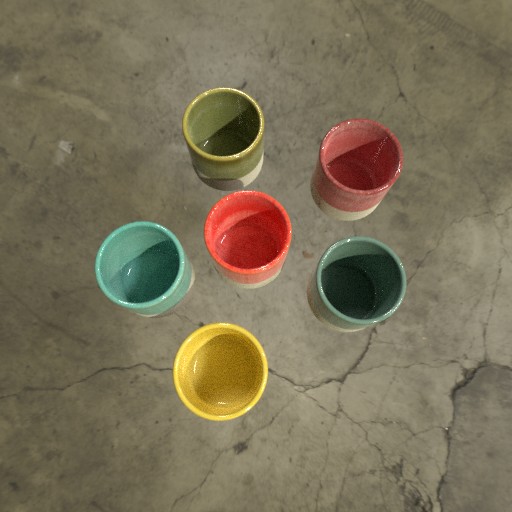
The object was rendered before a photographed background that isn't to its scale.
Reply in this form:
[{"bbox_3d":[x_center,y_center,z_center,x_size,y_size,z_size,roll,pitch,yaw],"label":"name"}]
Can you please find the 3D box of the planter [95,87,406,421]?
[{"bbox_3d":[0.000,0.000,0.409,0.257,0.075,0.286,12,76,3],"label":"planter"}]
